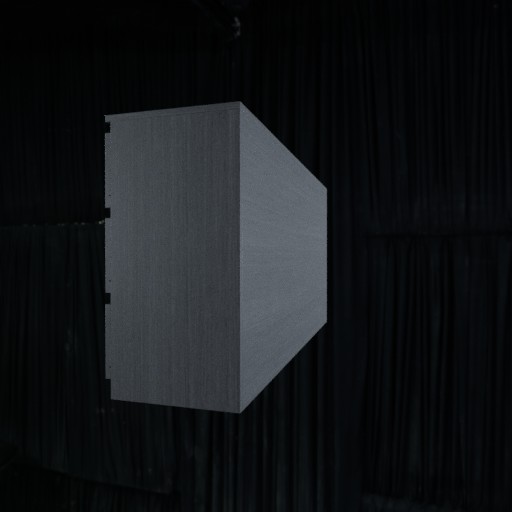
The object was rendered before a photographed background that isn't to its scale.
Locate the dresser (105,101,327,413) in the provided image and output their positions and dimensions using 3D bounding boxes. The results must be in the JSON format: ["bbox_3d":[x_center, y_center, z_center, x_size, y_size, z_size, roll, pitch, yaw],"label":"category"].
[{"bbox_3d":[0.000,0.000,1.947,0.400,0.795,1.590,0,0,17],"label":"dresser"}]
